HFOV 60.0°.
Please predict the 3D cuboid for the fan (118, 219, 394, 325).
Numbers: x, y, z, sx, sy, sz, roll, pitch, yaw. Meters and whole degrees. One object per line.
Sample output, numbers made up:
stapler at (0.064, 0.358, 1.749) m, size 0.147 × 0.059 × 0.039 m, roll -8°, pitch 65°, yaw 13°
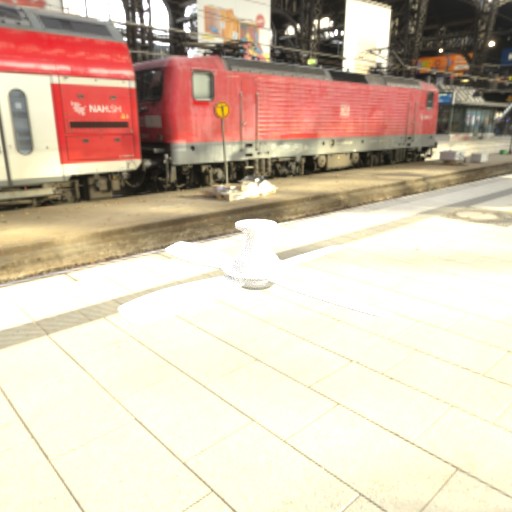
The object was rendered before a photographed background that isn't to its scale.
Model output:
fan at (0.000, 0.000, 2.536) m, size 1.693 × 0.382 × 1.694 m, roll 16°, pitch 23°, yaw 42°
